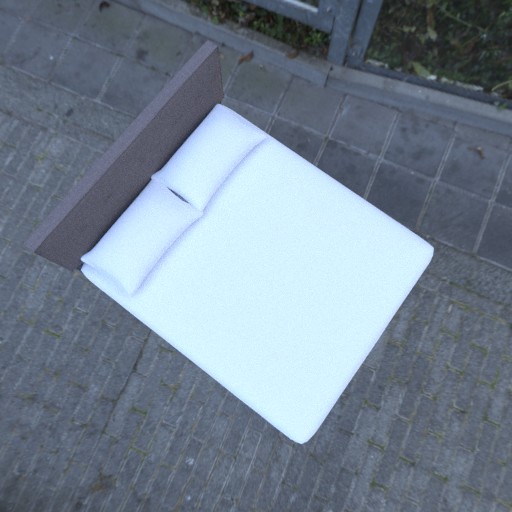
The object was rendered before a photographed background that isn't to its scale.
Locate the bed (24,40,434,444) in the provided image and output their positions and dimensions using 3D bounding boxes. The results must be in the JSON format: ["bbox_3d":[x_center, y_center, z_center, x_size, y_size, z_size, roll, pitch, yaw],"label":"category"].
[{"bbox_3d":[0.000,0.000,2.856,1.894,1.089,1.610,36,79,8],"label":"bed"}]
